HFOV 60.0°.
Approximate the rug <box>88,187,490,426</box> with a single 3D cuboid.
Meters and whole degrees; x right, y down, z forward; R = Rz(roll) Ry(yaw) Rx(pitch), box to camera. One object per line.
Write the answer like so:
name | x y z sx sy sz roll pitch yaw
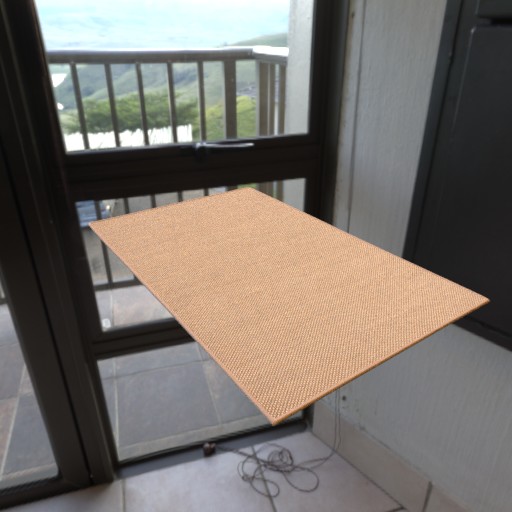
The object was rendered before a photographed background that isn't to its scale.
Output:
rug | 0.000 0.000 2.068 1.067 0.013 1.676 -18 32 -31
